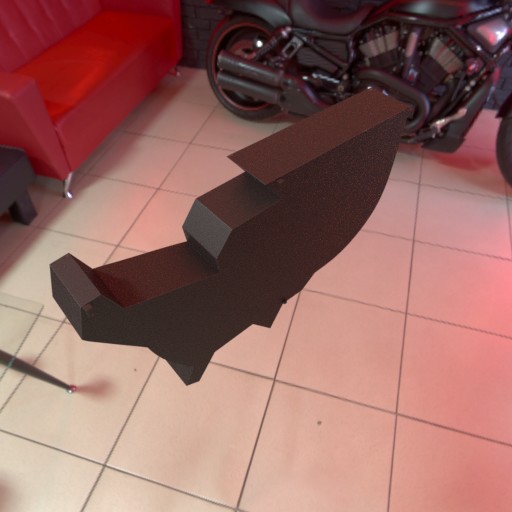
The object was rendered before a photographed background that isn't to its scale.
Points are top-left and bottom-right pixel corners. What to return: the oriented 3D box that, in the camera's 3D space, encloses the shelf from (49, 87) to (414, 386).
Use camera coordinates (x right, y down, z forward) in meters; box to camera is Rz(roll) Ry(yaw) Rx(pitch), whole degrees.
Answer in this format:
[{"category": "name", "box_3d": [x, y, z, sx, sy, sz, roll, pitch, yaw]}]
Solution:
[{"category": "shelf", "box_3d": [0.000, 0.000, 0.902, 0.729, 0.439, 0.112, -32, 55, -26]}]
